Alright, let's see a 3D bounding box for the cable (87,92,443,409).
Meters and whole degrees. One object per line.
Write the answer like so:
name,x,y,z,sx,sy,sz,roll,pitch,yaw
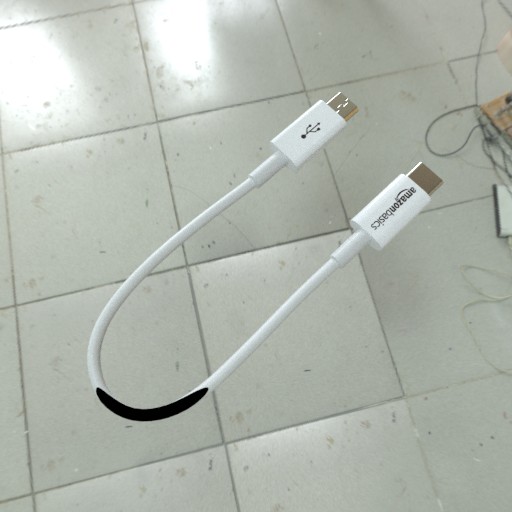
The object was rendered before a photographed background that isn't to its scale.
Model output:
cable,0.000,0.000,0.110,0.098,0.006,0.040,-42,78,-11
